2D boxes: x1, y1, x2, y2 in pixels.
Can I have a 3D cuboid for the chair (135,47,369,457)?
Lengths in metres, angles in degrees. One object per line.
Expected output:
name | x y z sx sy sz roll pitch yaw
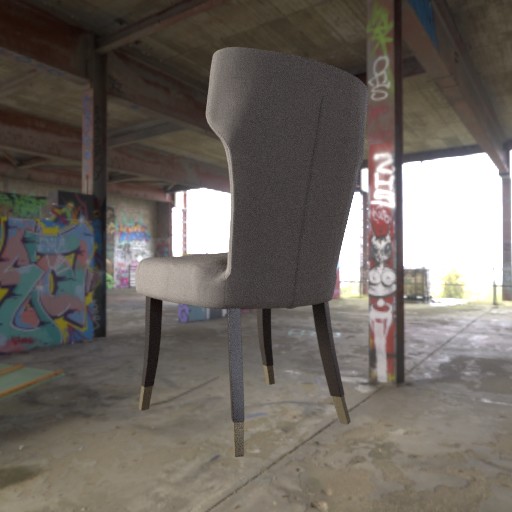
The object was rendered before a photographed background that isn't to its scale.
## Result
chair | 0.000 0.000 1.309 0.526 0.950 0.630 0 -1 -35
